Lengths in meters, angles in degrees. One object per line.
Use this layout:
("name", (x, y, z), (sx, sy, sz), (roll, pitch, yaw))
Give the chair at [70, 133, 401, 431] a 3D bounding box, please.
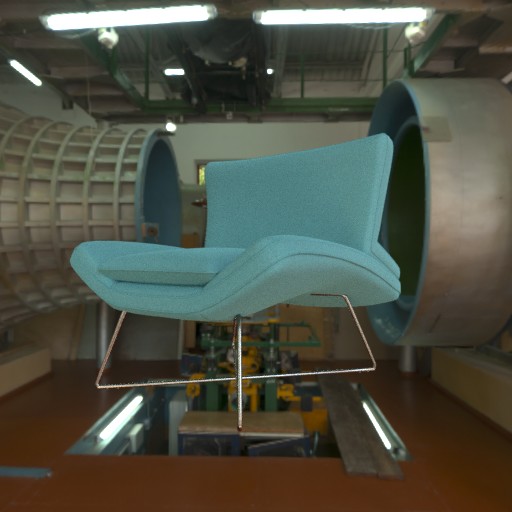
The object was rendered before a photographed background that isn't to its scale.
("chair", (0.000, 0.000, 1.619), (0.859, 0.855, 1.008), (0, 0, 36))
